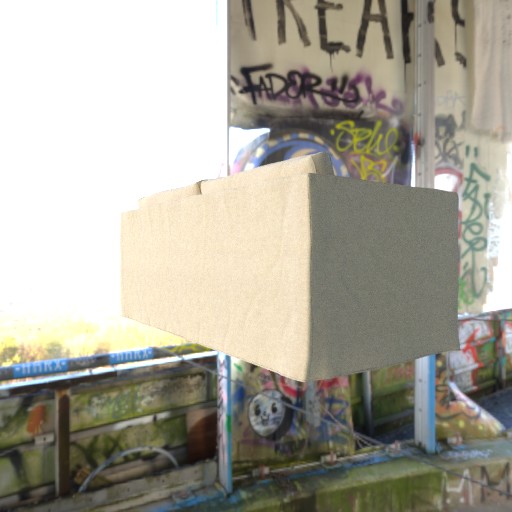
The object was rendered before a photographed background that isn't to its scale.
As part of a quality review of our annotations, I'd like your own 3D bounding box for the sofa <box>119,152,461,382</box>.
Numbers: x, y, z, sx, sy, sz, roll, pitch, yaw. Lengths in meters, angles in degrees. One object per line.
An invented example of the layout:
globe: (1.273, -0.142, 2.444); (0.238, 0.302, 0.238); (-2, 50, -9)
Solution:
sofa: (0.000, 0.000, 2.526); (0.962, 0.835, 1.959); (-1, 1, -35)
